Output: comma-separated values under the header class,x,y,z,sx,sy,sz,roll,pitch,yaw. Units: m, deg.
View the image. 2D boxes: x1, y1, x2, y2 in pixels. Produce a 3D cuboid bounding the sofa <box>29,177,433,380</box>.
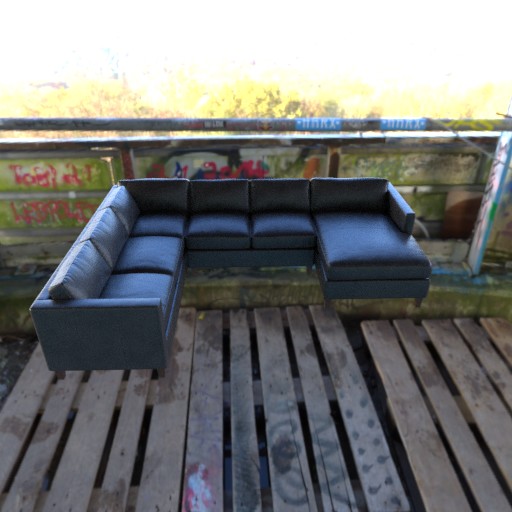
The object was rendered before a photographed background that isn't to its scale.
class,x,y,z,sx,sy,sz,roll,pitch,yaw
sofa,0.000,0.000,4.405,3.324,0.891,2.452,-1,30,-1
